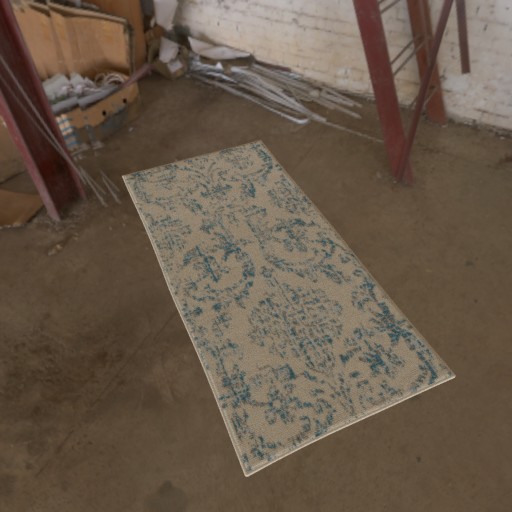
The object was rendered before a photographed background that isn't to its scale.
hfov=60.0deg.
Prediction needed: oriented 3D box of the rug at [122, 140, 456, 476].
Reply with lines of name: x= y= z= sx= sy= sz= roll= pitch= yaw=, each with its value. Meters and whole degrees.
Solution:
rug: x=0.000 y=0.000 z=1.457 sx=0.605 sy=0.007 sz=1.220 roll=-19 pitch=50 yaw=-16
